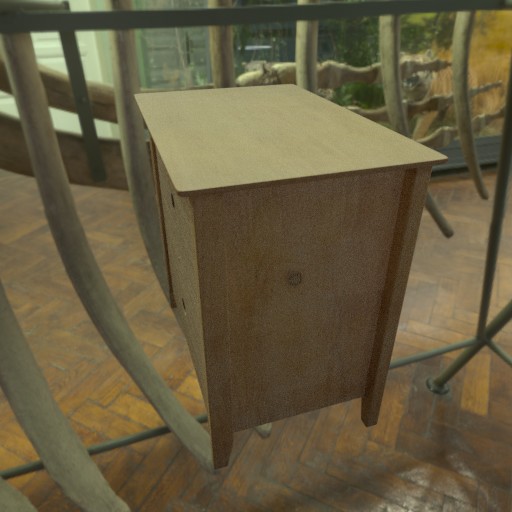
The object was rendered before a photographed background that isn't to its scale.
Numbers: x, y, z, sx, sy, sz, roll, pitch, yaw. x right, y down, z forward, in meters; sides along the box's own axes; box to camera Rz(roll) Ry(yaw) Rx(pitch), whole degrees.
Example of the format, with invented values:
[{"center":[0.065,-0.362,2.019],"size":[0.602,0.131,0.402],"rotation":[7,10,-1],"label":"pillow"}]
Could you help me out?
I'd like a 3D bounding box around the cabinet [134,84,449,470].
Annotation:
[{"center":[0.000,0.000,1.248],"size":[0.503,0.762,0.763],"rotation":[-10,33,-15],"label":"cabinet"}]
